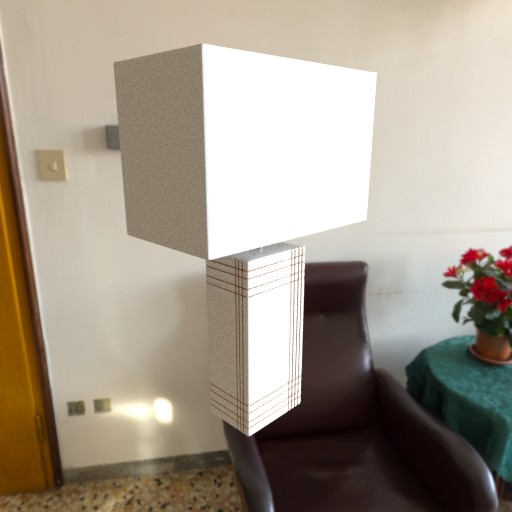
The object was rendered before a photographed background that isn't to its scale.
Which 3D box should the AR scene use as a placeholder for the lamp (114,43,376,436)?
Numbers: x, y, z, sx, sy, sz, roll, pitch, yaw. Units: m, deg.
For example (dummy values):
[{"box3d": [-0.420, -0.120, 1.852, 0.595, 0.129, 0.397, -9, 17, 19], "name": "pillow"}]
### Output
[{"box3d": [0.000, 0.000, 0.688, 0.334, 0.543, 0.182, -15, 22, -43], "name": "lamp"}]
